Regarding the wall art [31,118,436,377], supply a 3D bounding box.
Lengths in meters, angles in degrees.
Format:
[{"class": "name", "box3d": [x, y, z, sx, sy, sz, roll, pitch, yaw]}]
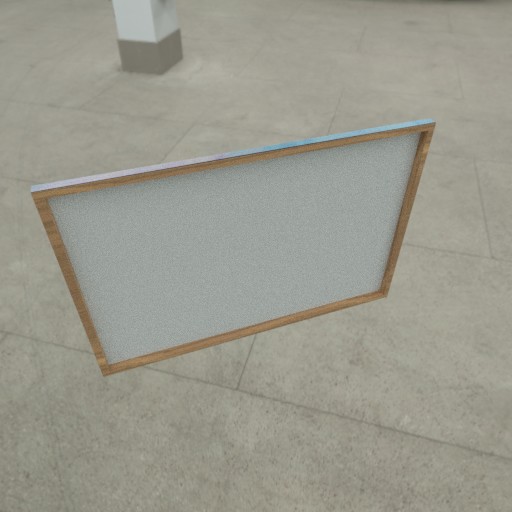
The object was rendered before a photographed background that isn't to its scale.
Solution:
[{"class": "wall art", "box3d": [0.000, 0.000, 0.769, 0.604, 0.402, 0.018, -13, 43, -15]}]
